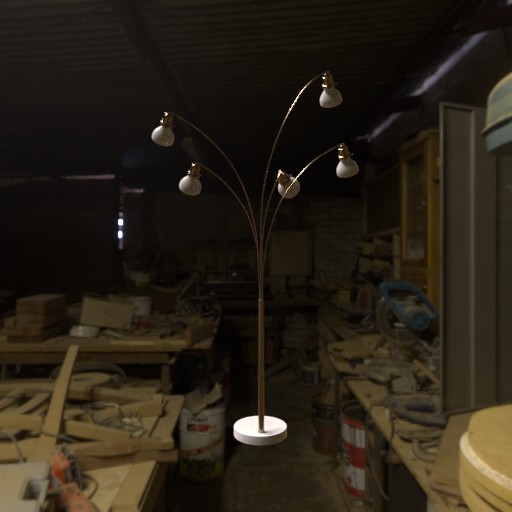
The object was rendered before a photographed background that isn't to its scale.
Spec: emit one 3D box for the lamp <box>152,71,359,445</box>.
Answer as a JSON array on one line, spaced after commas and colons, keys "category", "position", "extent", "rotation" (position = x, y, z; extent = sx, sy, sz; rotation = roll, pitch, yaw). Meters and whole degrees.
[{"category": "lamp", "position": [0.000, 0.000, 3.005], "extent": [1.405, 2.423, 0.361], "rotation": [0, 0, 0]}]
